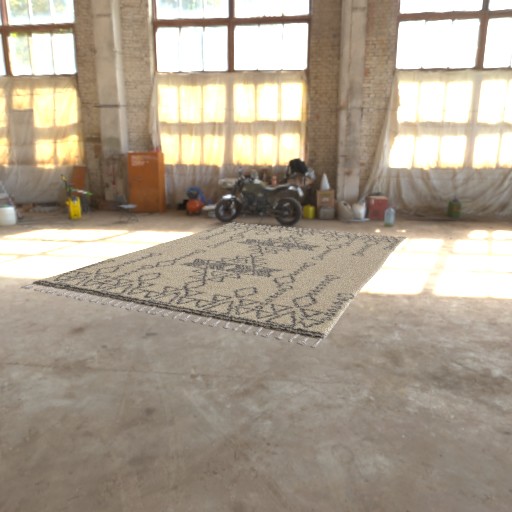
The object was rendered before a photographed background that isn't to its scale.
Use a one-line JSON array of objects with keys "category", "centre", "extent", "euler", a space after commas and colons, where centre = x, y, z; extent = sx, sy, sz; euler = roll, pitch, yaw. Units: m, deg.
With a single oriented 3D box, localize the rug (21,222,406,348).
[{"category": "rug", "centre": [0.000, 0.000, 3.865], "extent": [2.125, 0.028, 3.027], "euler": [7, 15, 25]}]
